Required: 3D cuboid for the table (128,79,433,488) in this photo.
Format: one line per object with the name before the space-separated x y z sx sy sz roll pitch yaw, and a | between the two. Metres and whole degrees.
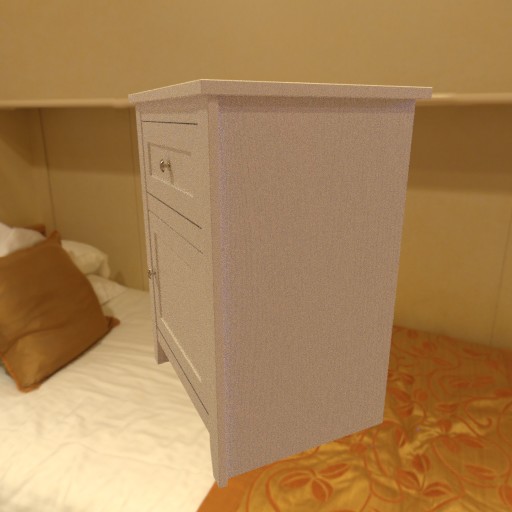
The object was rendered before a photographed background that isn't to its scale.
table | 0.000 0.000 0.913 0.381 0.635 0.480 -8 19 -24
